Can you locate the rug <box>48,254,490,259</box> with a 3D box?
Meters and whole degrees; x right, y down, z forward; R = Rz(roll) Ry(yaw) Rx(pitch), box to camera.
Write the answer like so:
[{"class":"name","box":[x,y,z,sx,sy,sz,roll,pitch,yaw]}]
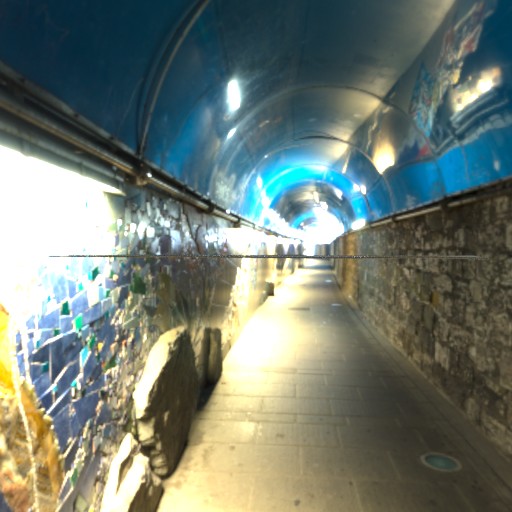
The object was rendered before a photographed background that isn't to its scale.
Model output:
[{"class":"rug","box":[0.000,0.000,2.716,2.439,0.013,0.762,0,1,18]}]
